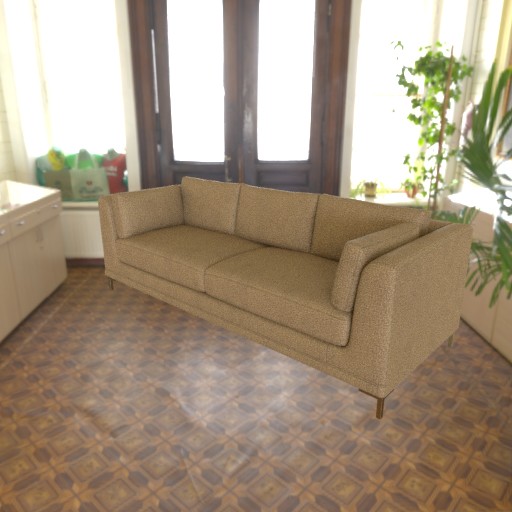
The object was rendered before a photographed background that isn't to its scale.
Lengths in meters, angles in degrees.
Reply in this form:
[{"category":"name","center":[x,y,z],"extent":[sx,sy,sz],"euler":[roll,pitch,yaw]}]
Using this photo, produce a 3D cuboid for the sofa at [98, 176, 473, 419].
[{"category":"sofa","center":[0.000,0.000,3.000],"extent":[2.415,0.867,0.969],"euler":[15,23,40]}]
